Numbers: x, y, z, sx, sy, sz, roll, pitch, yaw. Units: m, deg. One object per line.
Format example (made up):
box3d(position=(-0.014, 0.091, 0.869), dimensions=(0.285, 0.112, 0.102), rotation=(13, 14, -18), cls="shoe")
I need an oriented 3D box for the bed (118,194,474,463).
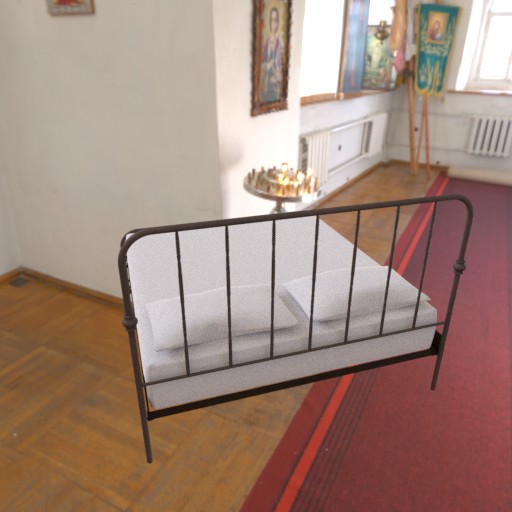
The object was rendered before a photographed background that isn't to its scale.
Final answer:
box3d(position=(0.000, 0.000, 3.443), dimensions=(2.044, 1.446, 2.134), rotation=(-8, 26, -16), cls="bed")
